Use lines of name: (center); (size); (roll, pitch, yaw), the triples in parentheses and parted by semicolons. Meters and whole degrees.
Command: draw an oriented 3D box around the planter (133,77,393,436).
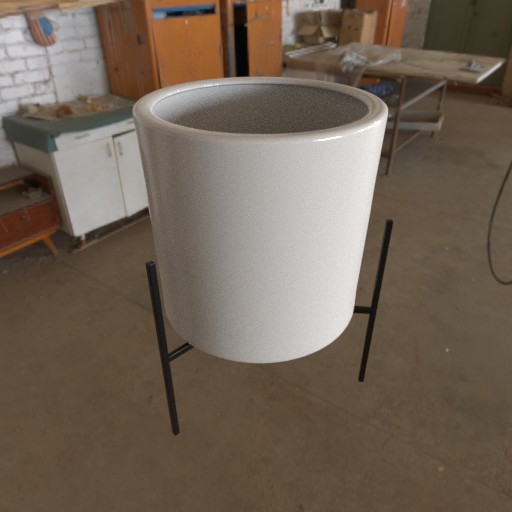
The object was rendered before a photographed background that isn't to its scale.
planter: (0.000, 0.000, 0.622); (0.307, 0.431, 0.308); (-10, 34, -16)
